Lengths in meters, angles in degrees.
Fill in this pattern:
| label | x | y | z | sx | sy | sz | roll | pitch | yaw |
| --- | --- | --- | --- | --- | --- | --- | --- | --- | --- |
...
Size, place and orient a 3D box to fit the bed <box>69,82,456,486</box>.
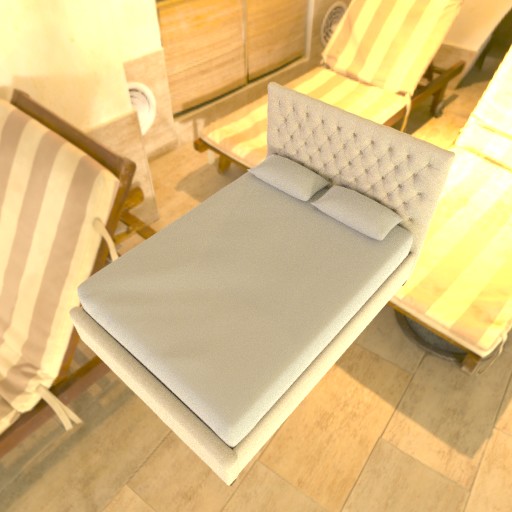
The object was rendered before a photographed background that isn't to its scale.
| label | x | y | z | sx | sy | sz | roll | pitch | yaw |
| --- | --- | --- | --- | --- | --- | --- | --- | --- | --- |
| bed | 0.000 | 0.000 | 3.362 | 1.698 | 1.427 | 2.387 | 33 | 54 | 27 |
